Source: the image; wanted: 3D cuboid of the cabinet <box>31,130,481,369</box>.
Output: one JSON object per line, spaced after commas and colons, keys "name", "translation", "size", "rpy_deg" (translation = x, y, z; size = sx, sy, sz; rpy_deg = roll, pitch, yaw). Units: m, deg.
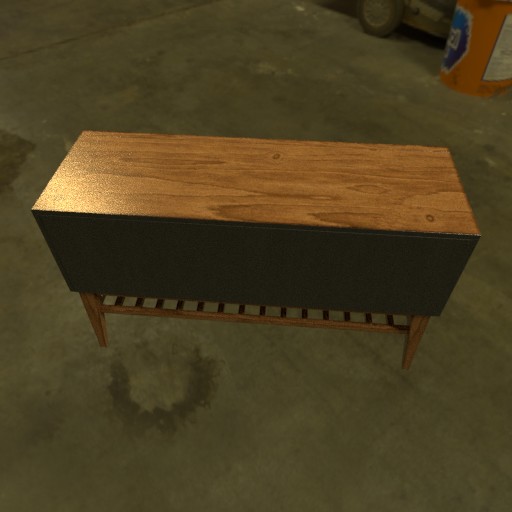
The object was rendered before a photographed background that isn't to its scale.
{"name": "cabinet", "translation": [0.000, 0.000, 1.790], "size": [1.363, 0.802, 0.477], "rpy_deg": [4, 47, 3]}
